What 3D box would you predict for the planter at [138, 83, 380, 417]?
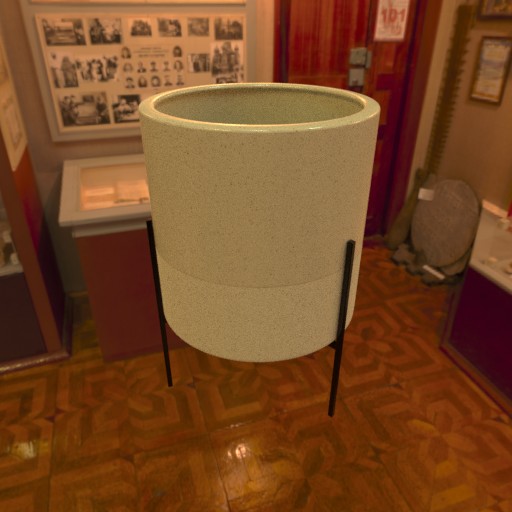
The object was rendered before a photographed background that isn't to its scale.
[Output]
[{"bbox_3d":[0.000,0.000,0.704,0.323,0.475,0.314,-8,31,-14],"label":"planter"}]
